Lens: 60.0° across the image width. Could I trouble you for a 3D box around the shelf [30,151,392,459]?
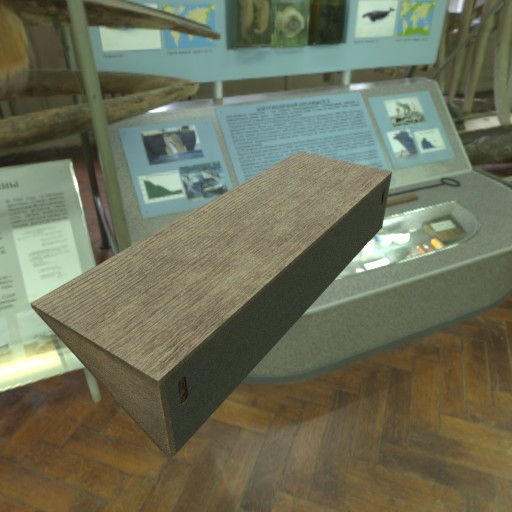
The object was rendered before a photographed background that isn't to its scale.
[{"bbox_3d":[0.000,0.000,0.697,0.200,0.125,0.610,20,38,28],"label":"shelf"}]
